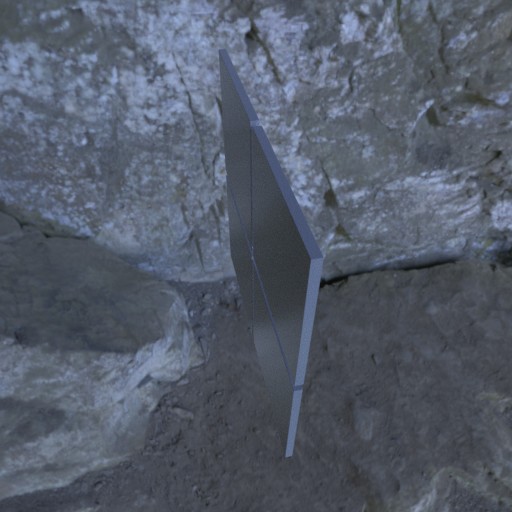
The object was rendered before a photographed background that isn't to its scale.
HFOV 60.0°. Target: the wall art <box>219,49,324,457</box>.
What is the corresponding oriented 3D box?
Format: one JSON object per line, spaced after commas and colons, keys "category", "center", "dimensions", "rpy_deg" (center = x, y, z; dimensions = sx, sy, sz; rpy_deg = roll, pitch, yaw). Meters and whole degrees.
{"category": "wall art", "center": [0.000, 0.000, 1.698], "dimensions": [0.029, 1.118, 1.118], "rpy_deg": [-10, 47, -9]}
